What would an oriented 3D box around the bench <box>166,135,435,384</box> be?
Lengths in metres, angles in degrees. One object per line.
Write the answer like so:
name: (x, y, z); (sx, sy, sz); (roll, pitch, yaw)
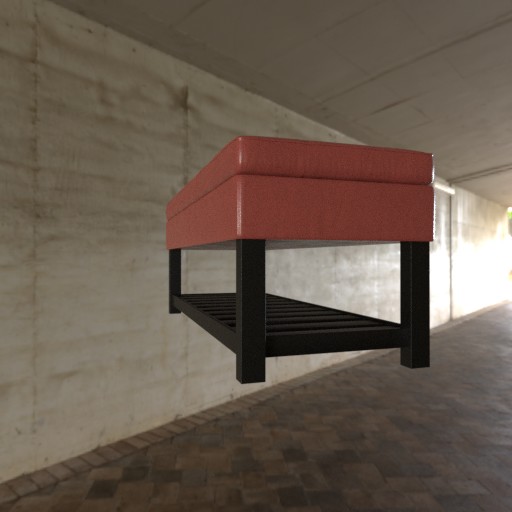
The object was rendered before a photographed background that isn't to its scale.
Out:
bench: (0.000, 0.000, 1.361); (0.432, 0.460, 1.105); (0, 0, -18)
